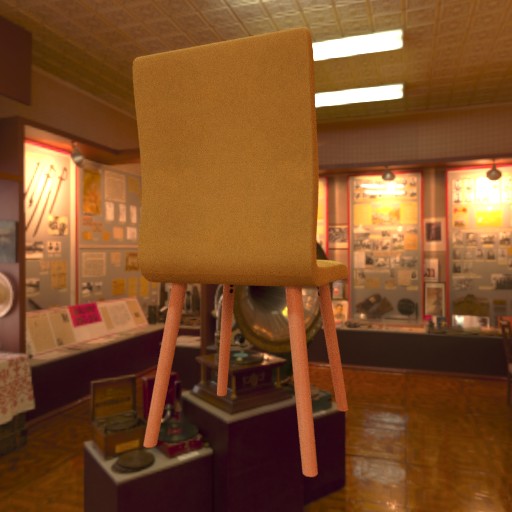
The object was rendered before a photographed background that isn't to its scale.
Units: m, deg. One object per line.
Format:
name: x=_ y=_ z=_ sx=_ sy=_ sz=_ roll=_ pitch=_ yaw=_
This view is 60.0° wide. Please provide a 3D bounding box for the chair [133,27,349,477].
chair: x=0.000 y=0.000 z=1.256 sx=0.450 sy=0.965 sz=0.550 roll=0 pitch=0 yaw=21
